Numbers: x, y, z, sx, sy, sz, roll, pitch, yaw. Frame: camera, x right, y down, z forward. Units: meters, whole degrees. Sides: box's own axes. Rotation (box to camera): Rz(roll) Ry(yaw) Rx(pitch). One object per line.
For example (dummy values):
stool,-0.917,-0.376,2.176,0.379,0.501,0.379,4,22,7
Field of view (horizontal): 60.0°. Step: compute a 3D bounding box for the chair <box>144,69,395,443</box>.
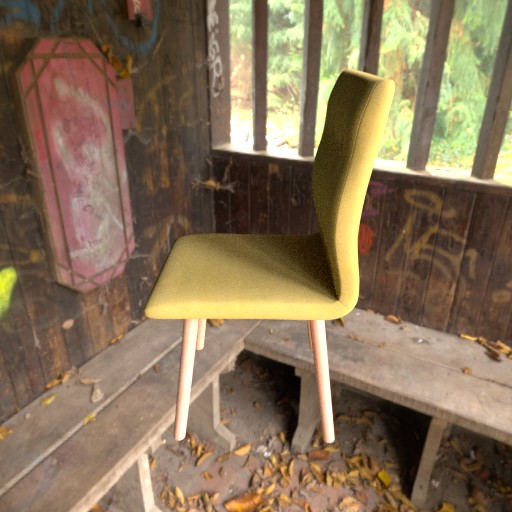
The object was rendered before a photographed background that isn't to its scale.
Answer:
chair,0.000,0.000,1.263,0.550,0.965,0.450,0,26,1
